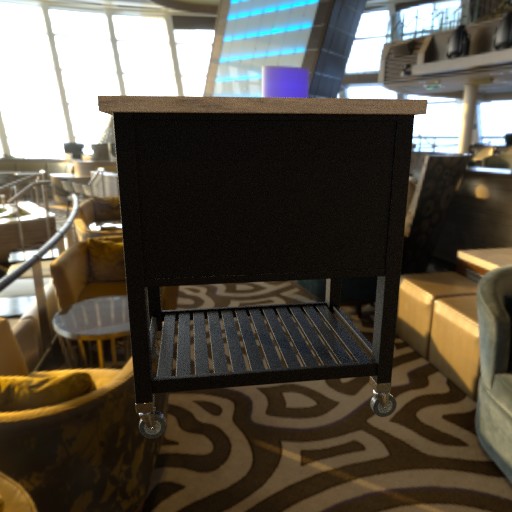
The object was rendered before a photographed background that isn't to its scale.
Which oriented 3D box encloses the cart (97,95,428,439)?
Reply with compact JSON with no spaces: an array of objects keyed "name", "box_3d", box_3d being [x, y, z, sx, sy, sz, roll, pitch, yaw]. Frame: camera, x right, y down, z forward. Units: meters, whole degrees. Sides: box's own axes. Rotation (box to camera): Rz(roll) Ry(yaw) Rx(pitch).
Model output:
[{"name":"cart","box_3d":[0.000,0.000,1.429,0.797,0.920,0.567,-2,15,-8]}]
